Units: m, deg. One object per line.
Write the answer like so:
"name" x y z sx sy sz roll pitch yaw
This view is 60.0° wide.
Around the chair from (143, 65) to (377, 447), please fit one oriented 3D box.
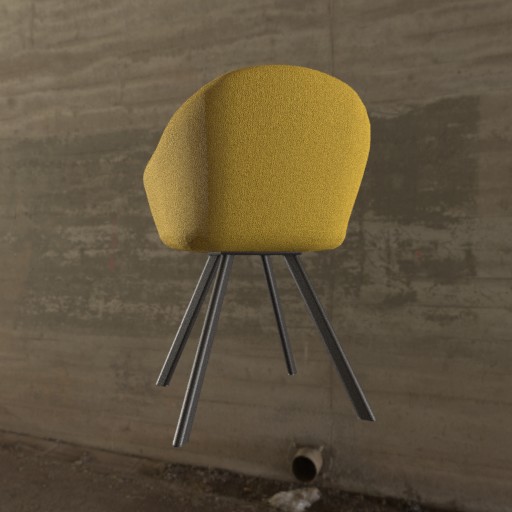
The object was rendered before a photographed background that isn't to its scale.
"chair" 0.000 0.000 1.149 0.545 0.775 0.565 0 0 -18
